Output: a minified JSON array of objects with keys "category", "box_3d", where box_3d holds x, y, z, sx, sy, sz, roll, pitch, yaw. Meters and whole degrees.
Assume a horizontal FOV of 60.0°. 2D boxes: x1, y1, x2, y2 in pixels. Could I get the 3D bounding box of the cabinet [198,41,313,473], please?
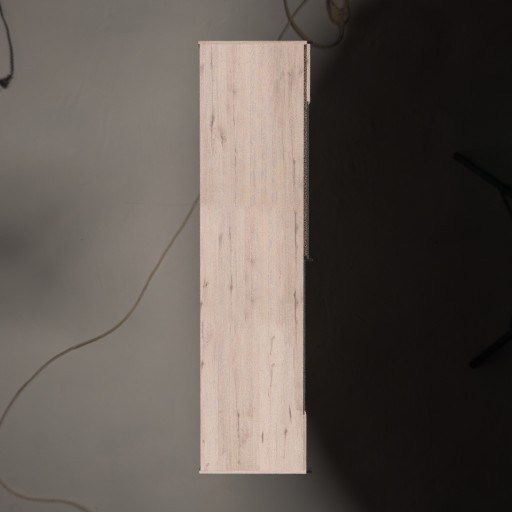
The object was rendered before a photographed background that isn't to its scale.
[{"category":"cabinet","box_3d":[0.000,0.000,3.651,0.660,2.180,2.500,0,91,0]}]
